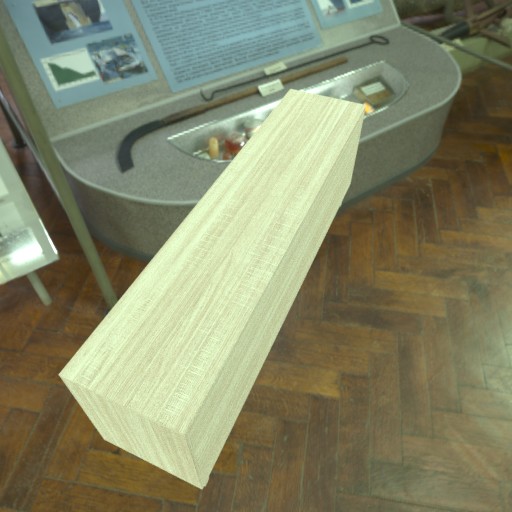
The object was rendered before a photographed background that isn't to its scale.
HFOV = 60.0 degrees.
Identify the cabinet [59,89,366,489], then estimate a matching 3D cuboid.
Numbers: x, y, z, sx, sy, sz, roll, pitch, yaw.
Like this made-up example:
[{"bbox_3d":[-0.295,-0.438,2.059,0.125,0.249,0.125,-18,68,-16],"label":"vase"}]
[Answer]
[{"bbox_3d":[0.000,0.000,2.417,0.500,0.780,2.200,18,51,16],"label":"cabinet"}]
